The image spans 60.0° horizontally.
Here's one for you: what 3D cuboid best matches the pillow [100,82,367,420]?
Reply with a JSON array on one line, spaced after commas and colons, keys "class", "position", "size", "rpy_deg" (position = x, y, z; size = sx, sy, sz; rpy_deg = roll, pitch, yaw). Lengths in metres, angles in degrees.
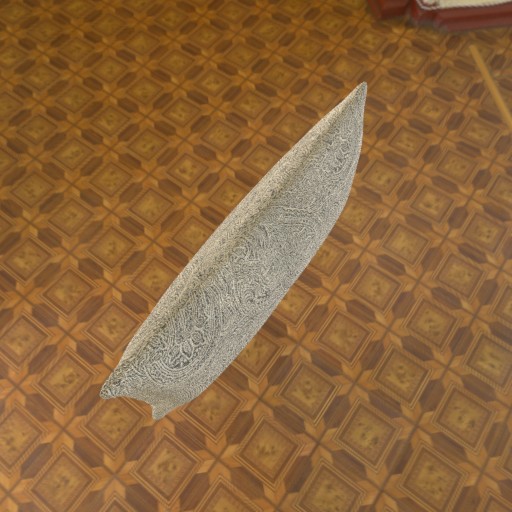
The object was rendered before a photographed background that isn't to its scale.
[{"class": "pillow", "position": [0.000, 0.000, 0.749], "size": [0.151, 0.295, 0.615], "rpy_deg": [33, 68, 15]}]
